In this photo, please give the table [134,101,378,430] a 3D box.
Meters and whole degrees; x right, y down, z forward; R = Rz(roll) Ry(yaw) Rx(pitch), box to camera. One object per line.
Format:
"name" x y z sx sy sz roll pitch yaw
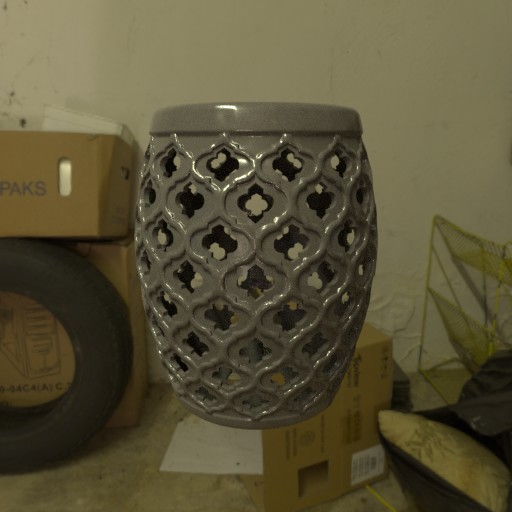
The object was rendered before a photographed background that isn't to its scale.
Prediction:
"table" 0.000 0.000 0.619 0.325 0.388 0.325 0 14 0
